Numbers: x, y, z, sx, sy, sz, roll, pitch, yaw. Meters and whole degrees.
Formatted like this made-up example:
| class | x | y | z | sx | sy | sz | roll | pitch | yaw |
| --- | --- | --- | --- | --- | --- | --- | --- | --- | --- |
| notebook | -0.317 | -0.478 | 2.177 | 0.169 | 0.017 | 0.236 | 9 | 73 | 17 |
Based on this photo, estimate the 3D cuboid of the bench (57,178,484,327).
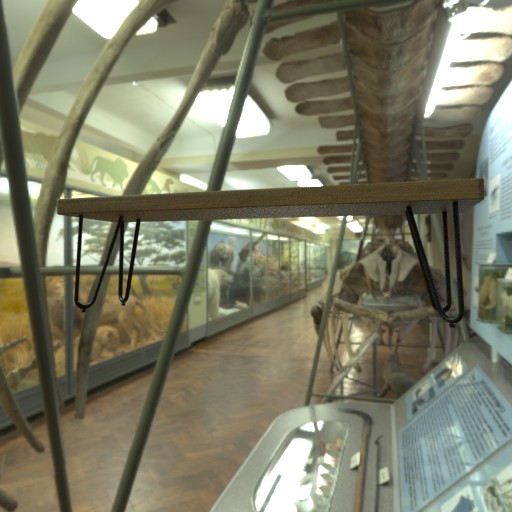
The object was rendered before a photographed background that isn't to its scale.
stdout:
| class | x | y | z | sx | sy | sz | roll | pitch | yaw |
| --- | --- | --- | --- | --- | --- | --- | --- | --- | --- |
| bench | 0.000 | 0.000 | 1.757 | 1.570 | 0.462 | 0.425 | 0 | -1 | 17 |
